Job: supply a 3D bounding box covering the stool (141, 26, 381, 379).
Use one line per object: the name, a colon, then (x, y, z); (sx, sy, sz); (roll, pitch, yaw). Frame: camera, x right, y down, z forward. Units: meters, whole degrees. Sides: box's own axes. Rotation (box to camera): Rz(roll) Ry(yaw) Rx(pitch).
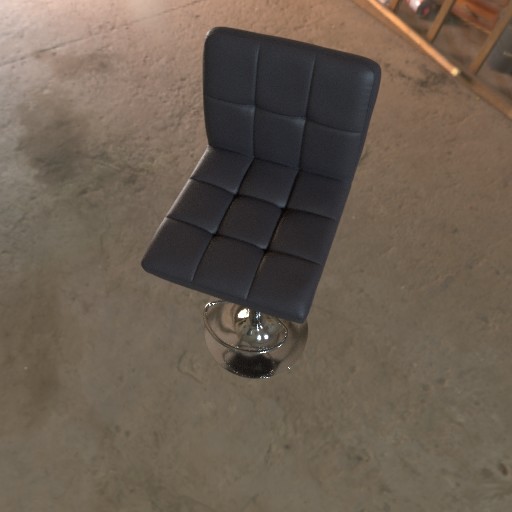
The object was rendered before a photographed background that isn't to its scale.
stool: (0.000, 0.000, 1.341); (0.430, 1.115, 0.505); (17, 60, 11)
